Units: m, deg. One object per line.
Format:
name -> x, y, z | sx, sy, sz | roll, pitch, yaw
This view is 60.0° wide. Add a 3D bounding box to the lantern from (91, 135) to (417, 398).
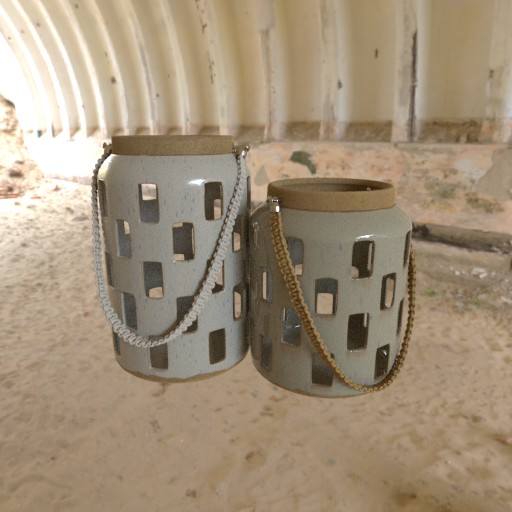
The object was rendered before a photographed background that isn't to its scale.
lantern -> 0.000, 0.000, 0.488 | 0.347, 0.255, 0.184 | 3, 16, 9
